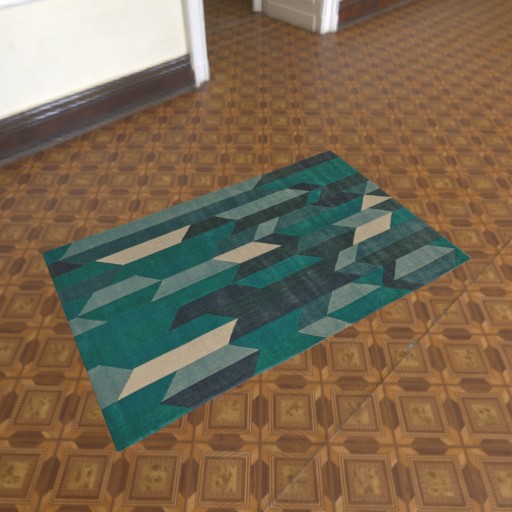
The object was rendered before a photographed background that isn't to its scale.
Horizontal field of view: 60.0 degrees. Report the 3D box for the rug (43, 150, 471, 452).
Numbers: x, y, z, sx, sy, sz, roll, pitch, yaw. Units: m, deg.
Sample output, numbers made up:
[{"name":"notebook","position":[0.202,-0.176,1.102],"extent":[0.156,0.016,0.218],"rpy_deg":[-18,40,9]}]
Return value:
[{"name":"rug","position":[0.000,0.000,2.945],"extent":[2.420,0.005,1.528],"rpy_deg":[-23,50,-21]}]
